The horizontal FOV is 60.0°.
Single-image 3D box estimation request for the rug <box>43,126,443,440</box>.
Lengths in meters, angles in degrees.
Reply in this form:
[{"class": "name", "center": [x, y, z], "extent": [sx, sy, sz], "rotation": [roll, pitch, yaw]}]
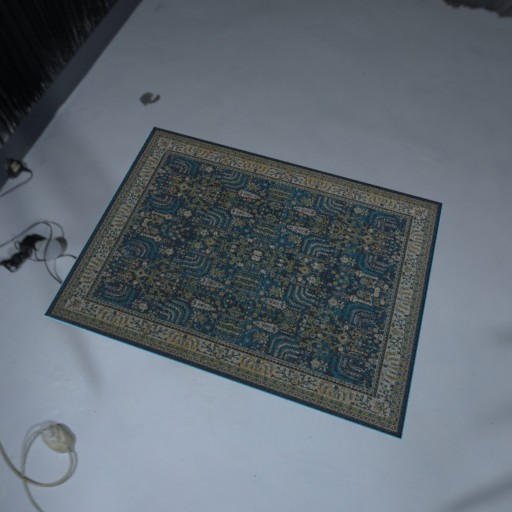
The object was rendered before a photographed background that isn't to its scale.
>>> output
[{"class": "rug", "center": [0.000, 0.000, 4.001], "extent": [3.044, 0.015, 2.226], "rotation": [17, 64, 8]}]
